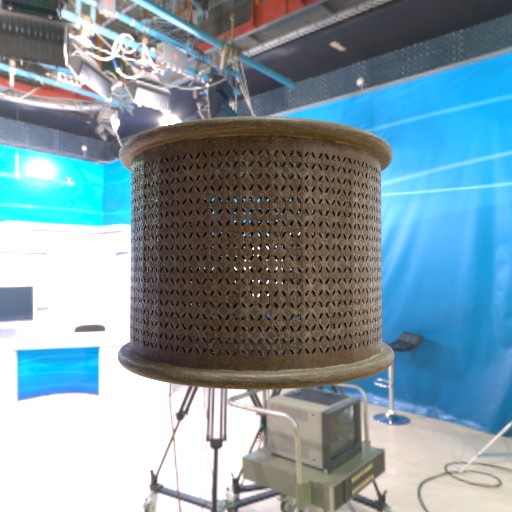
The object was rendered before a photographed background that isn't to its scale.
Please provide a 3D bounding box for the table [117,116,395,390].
[{"bbox_3d":[0.000,0.000,1.022,0.607,0.450,0.607,0,-1,0],"label":"table"}]
